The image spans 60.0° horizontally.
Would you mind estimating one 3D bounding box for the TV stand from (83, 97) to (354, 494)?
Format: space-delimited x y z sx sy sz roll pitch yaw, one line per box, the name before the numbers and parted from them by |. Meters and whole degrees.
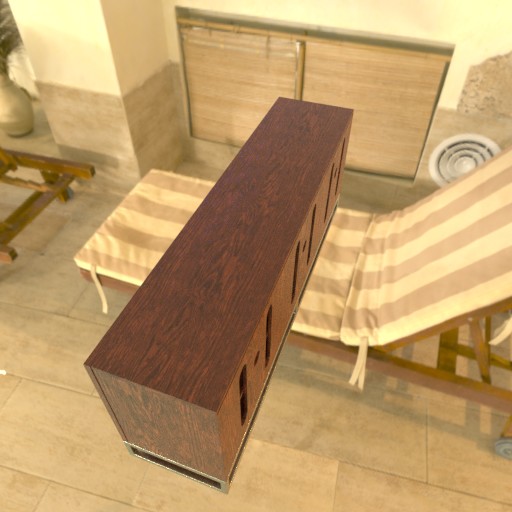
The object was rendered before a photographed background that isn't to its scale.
TV stand | 0.000 0.000 1.766 0.382 0.578 1.541 15 47 14
